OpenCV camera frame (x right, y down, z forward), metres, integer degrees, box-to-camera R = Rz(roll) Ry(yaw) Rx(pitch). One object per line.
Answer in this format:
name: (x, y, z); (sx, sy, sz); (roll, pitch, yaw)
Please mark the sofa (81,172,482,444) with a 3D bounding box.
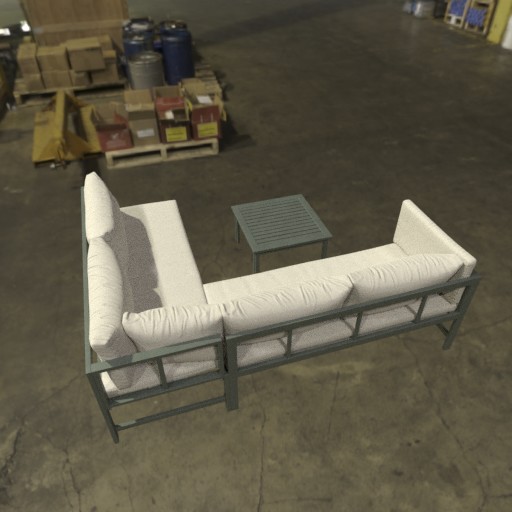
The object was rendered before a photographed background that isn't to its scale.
sofa: (0.000, 0.000, 2.960); (2.096, 0.758, 1.658); (-11, 41, -13)
